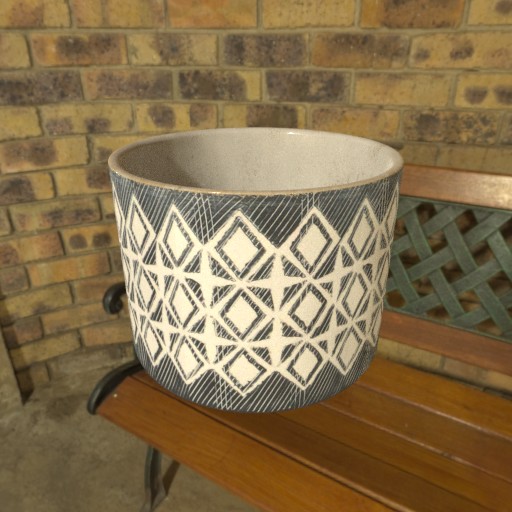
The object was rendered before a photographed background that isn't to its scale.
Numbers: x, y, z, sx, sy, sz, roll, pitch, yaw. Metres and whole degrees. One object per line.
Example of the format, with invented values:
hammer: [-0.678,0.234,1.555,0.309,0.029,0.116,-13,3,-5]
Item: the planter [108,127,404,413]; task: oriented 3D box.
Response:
planter: [0.000,0.000,0.220,0.126,0.104,0.126,0,25,0]
